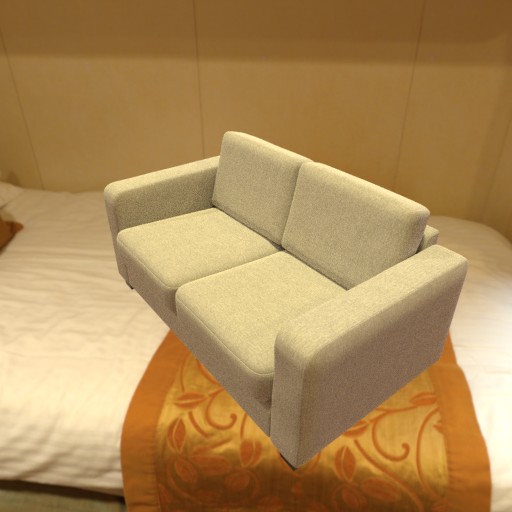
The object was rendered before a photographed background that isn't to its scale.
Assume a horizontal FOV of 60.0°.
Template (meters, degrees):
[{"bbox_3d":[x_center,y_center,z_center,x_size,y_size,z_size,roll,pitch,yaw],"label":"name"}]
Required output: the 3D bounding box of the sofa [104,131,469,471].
[{"bbox_3d":[0.000,0.000,2.048,0.900,0.800,1.540,-22,38,-31],"label":"sofa"}]
